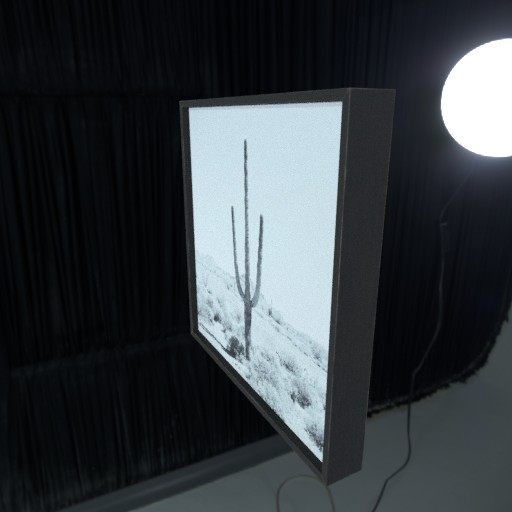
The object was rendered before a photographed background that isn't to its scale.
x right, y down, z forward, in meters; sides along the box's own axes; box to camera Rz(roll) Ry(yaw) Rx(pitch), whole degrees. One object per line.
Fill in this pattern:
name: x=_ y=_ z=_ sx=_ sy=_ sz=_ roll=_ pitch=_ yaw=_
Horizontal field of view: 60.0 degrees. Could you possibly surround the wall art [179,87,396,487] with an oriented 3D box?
wall art: x=0.000 y=0.000 z=0.451 sx=0.038 sy=0.305 sz=0.305 roll=-9 pitch=20 yaw=-27
